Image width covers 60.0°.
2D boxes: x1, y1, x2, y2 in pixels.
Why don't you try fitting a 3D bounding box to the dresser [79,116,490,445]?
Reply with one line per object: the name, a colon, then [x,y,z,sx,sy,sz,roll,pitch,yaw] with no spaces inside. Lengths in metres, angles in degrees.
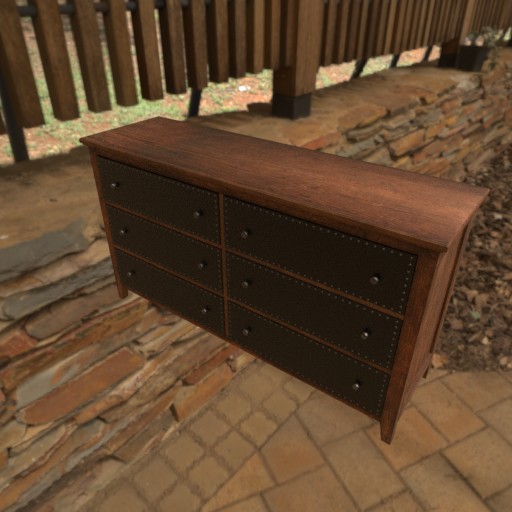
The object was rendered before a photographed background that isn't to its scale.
dresser: [0.000,0.000,1.895,1.551,0.856,0.463,21,37,30]
